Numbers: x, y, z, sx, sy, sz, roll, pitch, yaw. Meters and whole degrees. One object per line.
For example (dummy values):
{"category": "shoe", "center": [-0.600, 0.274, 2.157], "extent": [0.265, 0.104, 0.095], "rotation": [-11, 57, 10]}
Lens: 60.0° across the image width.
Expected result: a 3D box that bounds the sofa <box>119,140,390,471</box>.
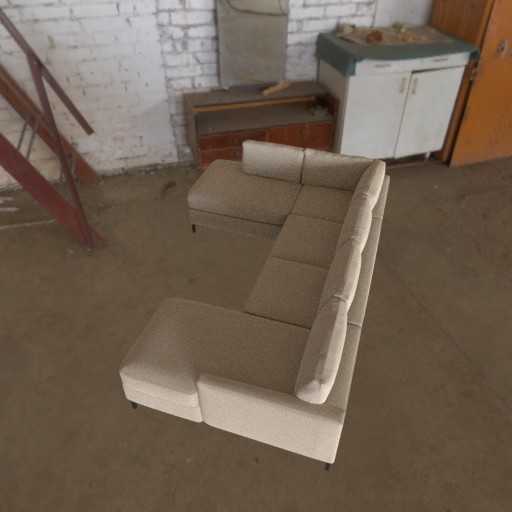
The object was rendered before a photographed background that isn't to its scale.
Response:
{"category": "sofa", "center": [0.000, 0.000, 3.889], "extent": [1.989, 0.862, 2.984], "rotation": [12, 41, 14]}
